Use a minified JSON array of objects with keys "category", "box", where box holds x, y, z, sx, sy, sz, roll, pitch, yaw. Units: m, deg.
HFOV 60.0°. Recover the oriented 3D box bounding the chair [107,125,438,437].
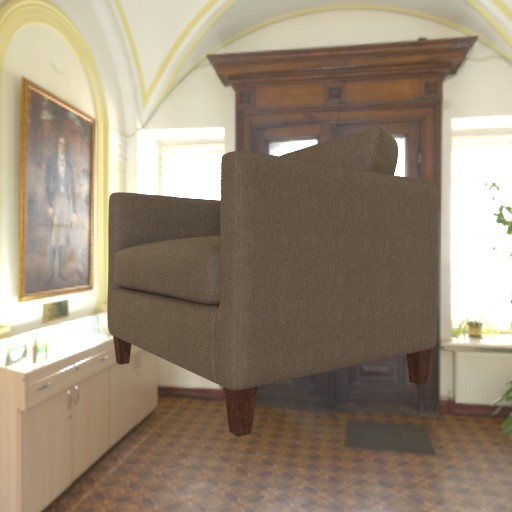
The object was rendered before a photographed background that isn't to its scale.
[{"category":"chair","box":[0.000,0.000,1.840,0.959,0.963,1.107,0,0,-36]}]
